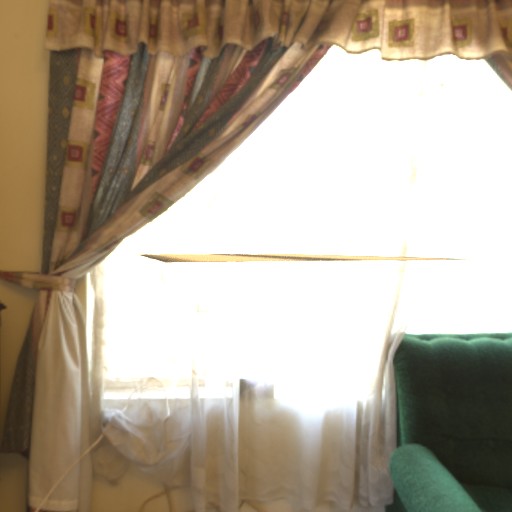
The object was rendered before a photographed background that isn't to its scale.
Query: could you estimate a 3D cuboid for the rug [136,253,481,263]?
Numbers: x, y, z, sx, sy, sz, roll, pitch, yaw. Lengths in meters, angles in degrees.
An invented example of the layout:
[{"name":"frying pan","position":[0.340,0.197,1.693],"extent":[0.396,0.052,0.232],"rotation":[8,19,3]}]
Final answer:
[{"name":"rug","position":[0.000,0.000,3.074],"extent":[1.519,0.003,2.453],"rotation":[0,1,-18]}]
